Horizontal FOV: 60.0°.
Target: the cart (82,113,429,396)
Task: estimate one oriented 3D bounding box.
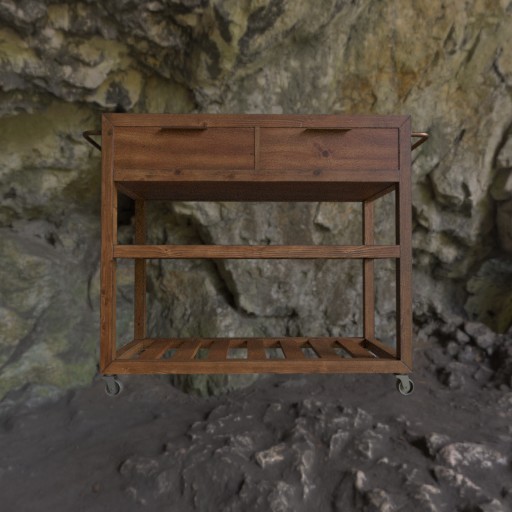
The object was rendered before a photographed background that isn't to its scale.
[{"bbox_3d":[0.000,0.000,1.505,1.065,0.830,0.445,0,-1,-1],"label":"cart"}]
